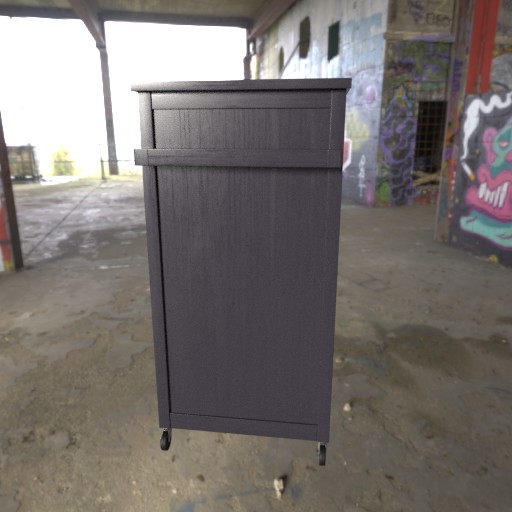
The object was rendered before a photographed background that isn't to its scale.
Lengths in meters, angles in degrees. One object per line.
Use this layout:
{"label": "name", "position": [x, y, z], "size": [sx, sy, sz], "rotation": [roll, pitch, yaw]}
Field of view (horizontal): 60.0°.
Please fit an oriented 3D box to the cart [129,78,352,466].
{"label": "cart", "position": [0.000, 0.000, 1.277], "size": [0.449, 0.878, 0.690], "rotation": [2, 15, 7]}
